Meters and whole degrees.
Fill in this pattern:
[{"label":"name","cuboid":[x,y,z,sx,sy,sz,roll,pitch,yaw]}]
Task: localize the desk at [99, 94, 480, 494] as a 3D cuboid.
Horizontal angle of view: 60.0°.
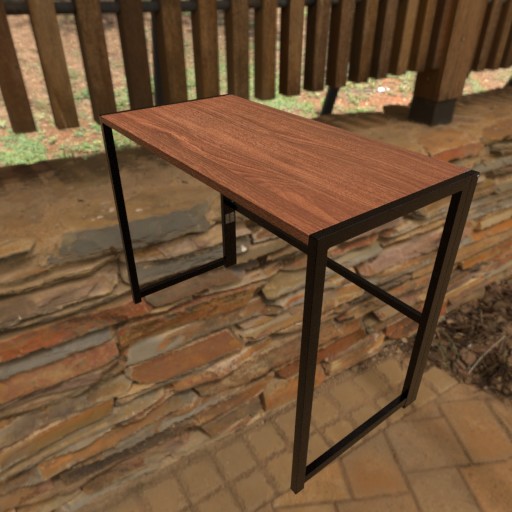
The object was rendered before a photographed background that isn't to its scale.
[{"label":"desk","cuboid":[0.000,0.000,1.417,0.508,0.762,1.016,-22,38,-31]}]
